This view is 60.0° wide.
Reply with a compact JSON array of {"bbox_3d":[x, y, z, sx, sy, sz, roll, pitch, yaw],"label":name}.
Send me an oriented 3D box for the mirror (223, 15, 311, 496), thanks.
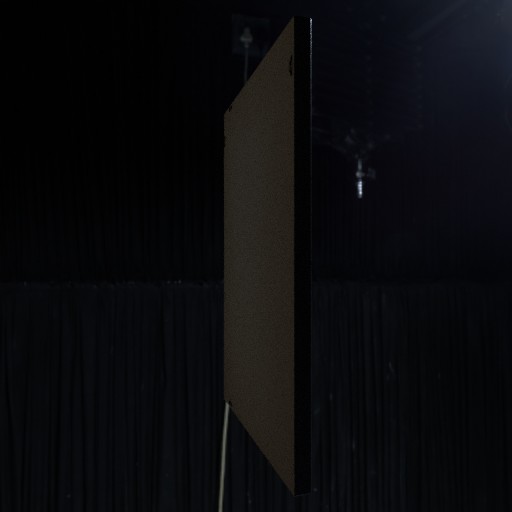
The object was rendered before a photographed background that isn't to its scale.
[{"bbox_3d":[0.000,0.000,1.139,0.040,0.915,0.609,0,0,-17],"label":"mirror"}]
